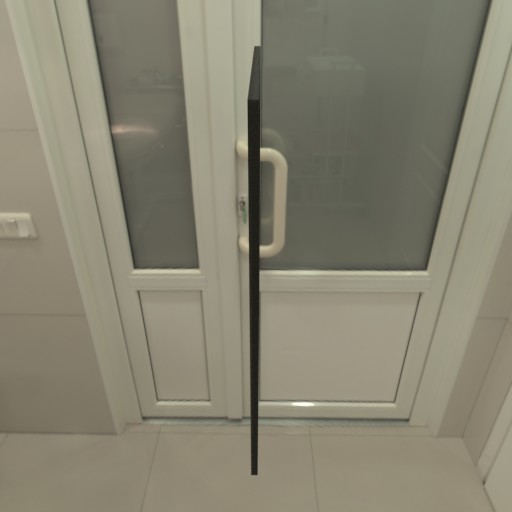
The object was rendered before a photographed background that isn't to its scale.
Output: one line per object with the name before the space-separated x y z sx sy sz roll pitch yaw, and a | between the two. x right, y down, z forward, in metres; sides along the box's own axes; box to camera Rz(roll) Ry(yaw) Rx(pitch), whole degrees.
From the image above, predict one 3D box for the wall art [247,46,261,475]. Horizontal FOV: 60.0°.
wall art | 0.000 0.000 0.826 0.012 0.661 0.451 0 32 1
